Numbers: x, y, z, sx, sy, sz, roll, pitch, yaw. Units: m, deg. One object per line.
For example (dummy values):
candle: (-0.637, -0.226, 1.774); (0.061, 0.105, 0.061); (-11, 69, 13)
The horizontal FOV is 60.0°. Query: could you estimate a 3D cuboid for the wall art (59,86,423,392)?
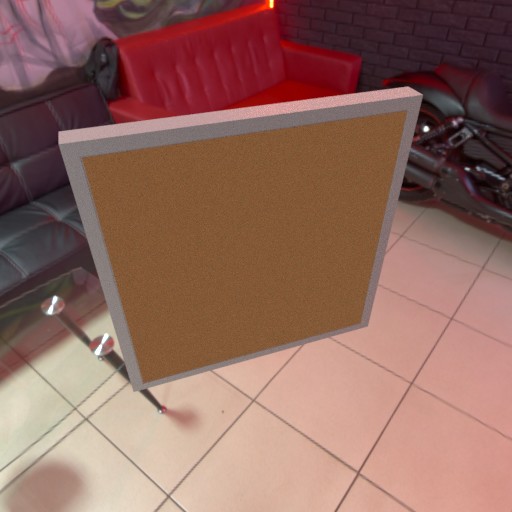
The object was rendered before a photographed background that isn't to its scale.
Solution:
wall art: (0.000, 0.000, 0.761); (0.506, 0.506, 0.038); (-12, 41, -15)
